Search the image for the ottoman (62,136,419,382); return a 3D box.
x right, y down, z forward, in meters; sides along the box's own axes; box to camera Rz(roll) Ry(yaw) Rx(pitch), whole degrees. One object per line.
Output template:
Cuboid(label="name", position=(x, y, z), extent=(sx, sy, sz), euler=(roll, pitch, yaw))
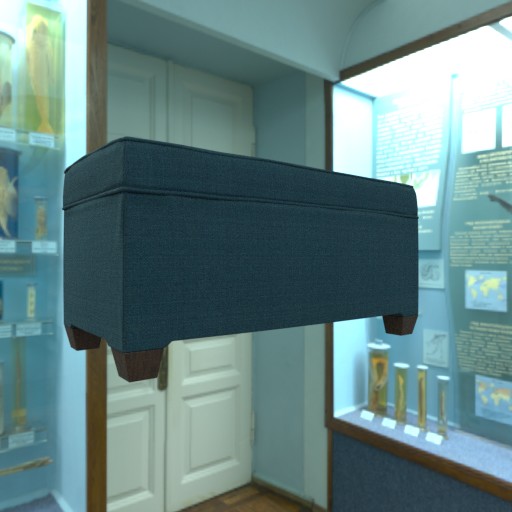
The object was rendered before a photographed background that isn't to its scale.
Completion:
Cuboid(label="ottoman", position=(0.000, 0.000, 1.247), extent=(0.943, 0.474, 0.474), euler=(0, 0, -37))
